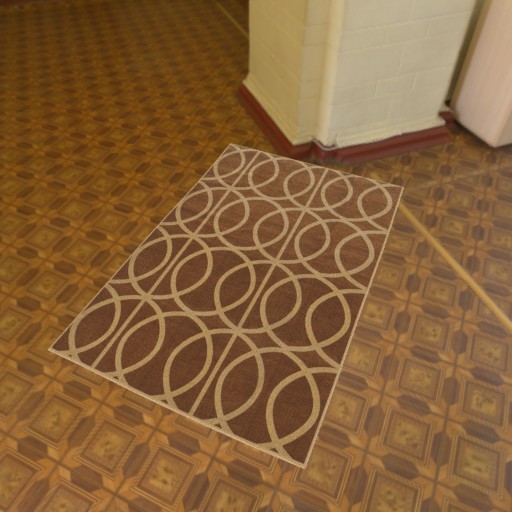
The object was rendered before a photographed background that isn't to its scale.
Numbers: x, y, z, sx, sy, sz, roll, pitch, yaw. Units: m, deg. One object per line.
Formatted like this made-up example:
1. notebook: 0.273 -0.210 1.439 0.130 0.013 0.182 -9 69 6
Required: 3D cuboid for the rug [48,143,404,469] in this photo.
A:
1. rug: 0.000 0.000 2.963 1.528 0.014 2.294 18 49 16
